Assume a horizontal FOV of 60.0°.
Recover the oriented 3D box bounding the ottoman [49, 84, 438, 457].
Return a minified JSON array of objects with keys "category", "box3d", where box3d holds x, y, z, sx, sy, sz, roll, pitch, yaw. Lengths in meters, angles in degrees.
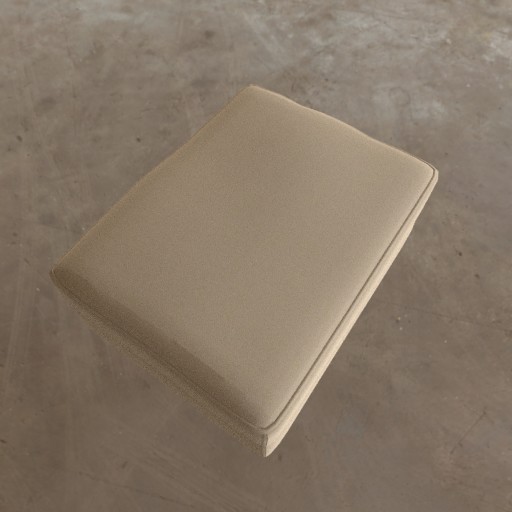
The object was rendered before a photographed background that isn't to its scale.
[{"category":"ottoman","box3d":[0.000,0.000,1.224,0.634,0.485,0.818,31,64,17]}]
